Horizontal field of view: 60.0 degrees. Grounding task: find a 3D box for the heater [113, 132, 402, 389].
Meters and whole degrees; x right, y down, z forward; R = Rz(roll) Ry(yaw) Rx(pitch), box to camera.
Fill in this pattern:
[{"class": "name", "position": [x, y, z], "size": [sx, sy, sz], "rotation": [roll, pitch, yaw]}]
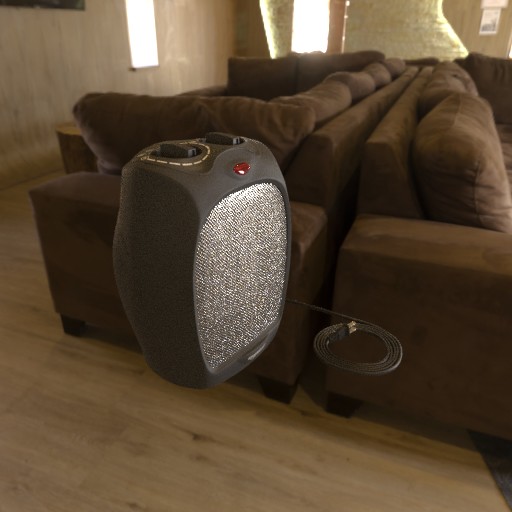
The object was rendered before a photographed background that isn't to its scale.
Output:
[{"class": "heater", "position": [0.000, 0.000, 0.466], "size": [0.291, 0.240, 0.239], "rotation": [18, 32, 33]}]
